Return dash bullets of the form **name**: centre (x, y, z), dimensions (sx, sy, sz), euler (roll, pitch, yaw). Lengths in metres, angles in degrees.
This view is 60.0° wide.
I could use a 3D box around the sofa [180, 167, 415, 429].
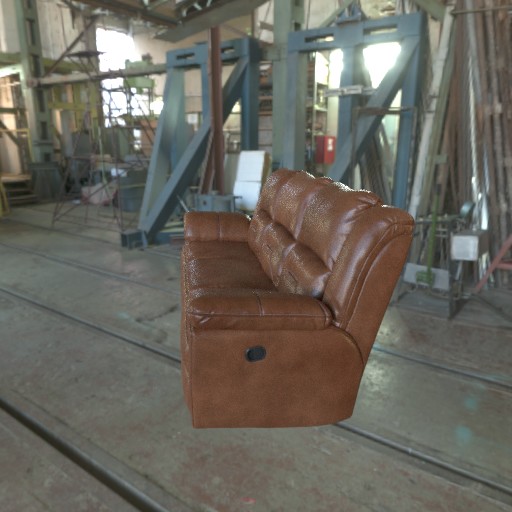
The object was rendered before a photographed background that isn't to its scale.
- **sofa**: centre (0.000, 0.000, 2.883), dimensions (0.991, 1.043, 2.337), euler (-2, 15, -9)
